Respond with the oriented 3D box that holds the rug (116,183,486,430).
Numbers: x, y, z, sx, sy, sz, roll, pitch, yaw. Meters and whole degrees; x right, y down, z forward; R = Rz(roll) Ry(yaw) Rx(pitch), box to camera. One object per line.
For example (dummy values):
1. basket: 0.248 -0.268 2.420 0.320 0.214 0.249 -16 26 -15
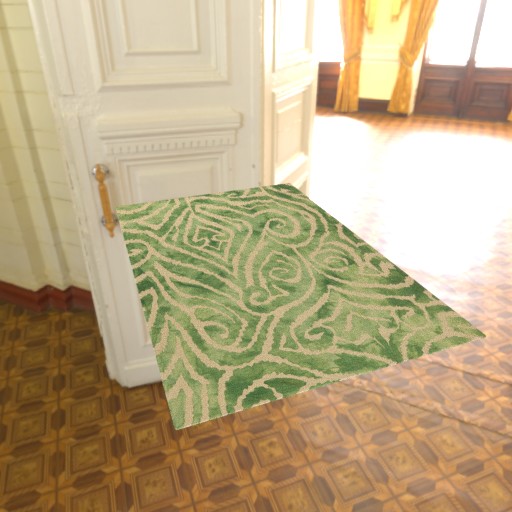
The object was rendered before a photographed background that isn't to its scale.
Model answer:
1. rug: 0.000 0.000 2.273 1.220 0.006 1.826 -11 31 -18
